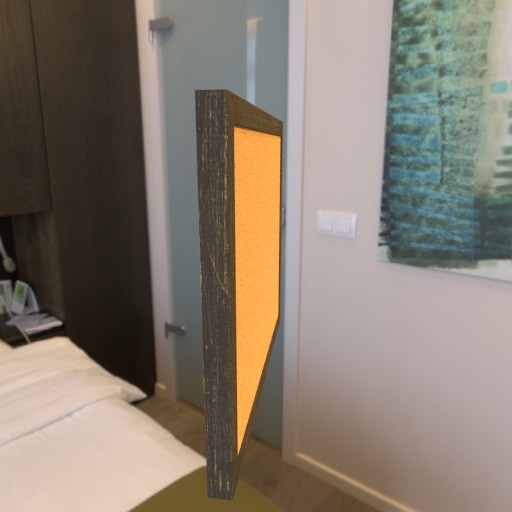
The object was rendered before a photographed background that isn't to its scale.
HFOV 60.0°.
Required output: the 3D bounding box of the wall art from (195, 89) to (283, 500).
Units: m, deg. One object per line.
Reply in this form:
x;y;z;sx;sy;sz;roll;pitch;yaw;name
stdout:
0.000;0.000;0.738;0.032;0.457;0.558;2;14;8;wall art
